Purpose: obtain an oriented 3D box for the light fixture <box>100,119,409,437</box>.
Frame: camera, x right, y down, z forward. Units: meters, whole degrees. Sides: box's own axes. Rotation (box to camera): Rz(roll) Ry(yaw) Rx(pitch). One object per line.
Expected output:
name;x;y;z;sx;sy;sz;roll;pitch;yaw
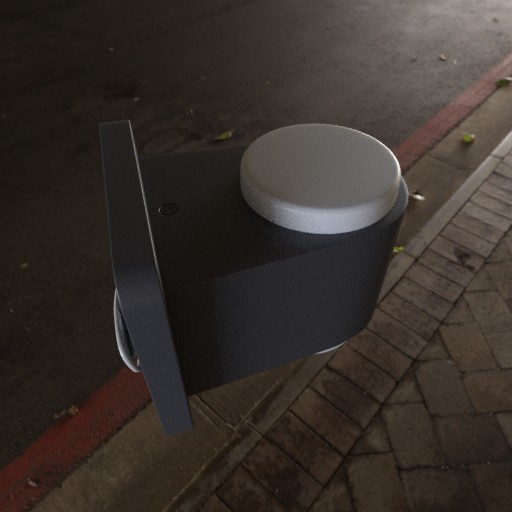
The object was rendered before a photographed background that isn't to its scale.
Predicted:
light fixture;0.000;0.000;0.212;0.132;0.109;0.109;-12;47;-11
